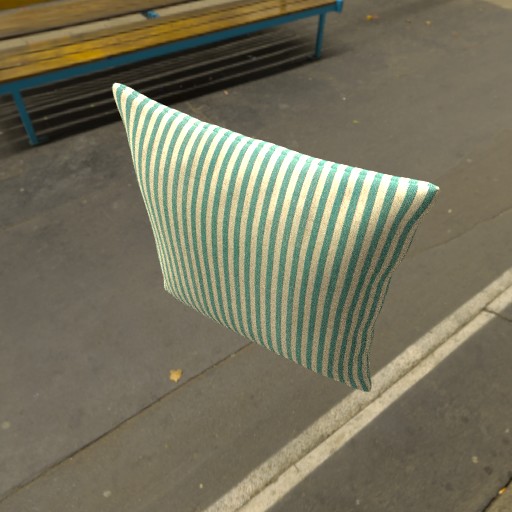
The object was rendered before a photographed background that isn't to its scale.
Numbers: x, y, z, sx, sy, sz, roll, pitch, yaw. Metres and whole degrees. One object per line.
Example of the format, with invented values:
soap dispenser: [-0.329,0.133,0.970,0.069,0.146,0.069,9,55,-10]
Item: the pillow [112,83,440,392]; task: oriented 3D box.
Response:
pillow: [0.000,0.000,0.789,0.523,0.510,0.166,24,51,21]
